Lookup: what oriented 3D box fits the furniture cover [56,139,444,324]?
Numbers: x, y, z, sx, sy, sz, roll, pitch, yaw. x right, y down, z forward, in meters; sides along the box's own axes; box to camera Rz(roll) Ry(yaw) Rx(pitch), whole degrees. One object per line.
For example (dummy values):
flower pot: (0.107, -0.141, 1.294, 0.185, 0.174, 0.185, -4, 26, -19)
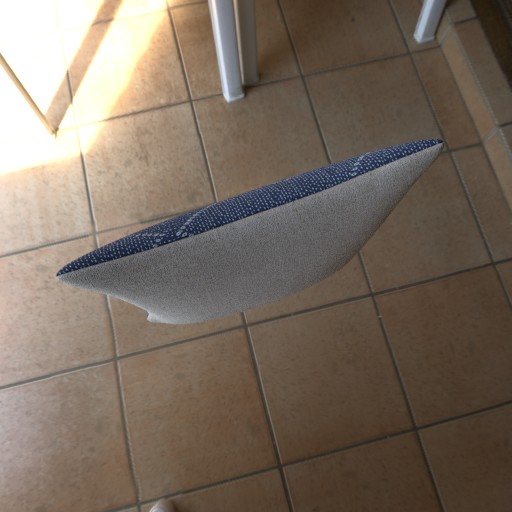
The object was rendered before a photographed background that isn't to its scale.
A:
furniture cover: (0.000, 0.000, 0.779, 0.511, 0.503, 0.162, -20, 77, -5)
